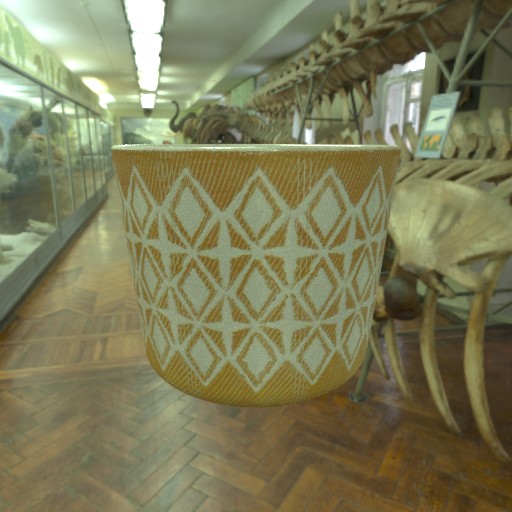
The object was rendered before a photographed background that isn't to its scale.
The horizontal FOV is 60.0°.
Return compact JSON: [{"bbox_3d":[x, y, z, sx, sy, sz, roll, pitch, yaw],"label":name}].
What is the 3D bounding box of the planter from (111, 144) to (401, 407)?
[{"bbox_3d":[0.000,0.000,0.215,0.126,0.104,0.126,0,15,0],"label":"planter"}]
